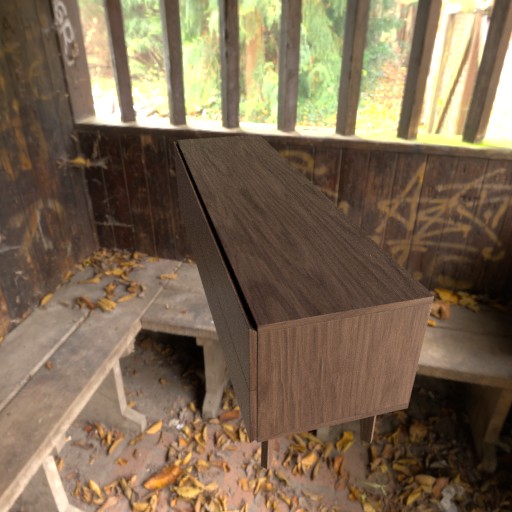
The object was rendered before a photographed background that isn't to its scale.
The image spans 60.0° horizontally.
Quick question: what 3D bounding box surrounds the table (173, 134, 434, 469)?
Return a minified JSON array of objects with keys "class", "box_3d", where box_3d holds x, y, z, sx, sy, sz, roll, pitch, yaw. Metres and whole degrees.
[{"class":"table","box_3d":[0.000,0.000,1.602,0.405,0.508,1.397,-8,30,-13]}]
